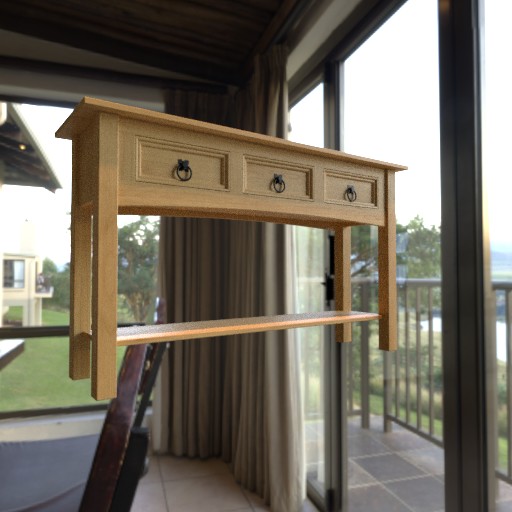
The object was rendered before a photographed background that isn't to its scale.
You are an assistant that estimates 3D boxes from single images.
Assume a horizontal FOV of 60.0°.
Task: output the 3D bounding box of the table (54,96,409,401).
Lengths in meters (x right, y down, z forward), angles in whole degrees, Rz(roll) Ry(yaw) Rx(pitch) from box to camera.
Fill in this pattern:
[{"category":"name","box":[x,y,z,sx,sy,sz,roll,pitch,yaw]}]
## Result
[{"category":"table","box":[0.000,0.000,1.538,1.240,0.730,0.350,1,-2,-35]}]
